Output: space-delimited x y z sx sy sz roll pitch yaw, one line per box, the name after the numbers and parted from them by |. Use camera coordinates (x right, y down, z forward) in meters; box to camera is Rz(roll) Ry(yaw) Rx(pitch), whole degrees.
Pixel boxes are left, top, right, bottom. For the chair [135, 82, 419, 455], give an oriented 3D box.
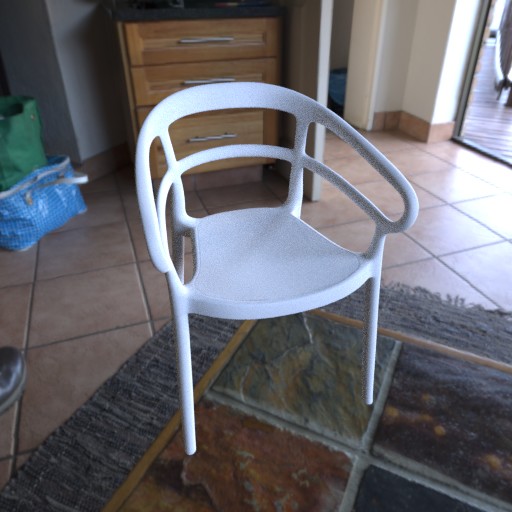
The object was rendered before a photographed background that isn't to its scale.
0.000 0.000 1.151 0.559 0.761 0.527 -10 33 -15 | chair
